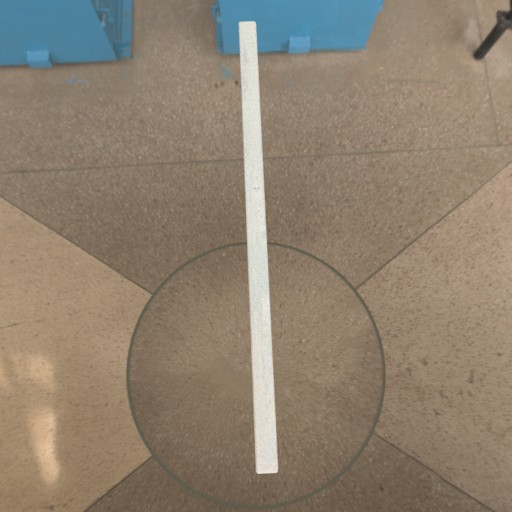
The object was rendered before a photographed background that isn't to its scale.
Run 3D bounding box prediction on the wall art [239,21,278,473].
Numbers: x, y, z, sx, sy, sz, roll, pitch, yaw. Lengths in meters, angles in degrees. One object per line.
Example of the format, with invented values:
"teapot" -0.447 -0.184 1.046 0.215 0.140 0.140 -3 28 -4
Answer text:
"wall art" 0.000 0.000 1.158 0.038 0.609 0.913 -2 76 -1
